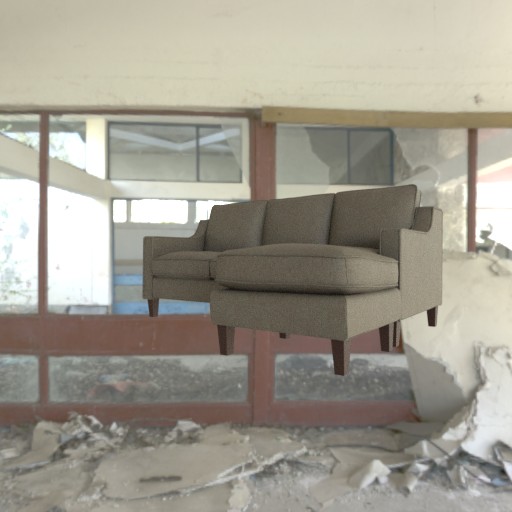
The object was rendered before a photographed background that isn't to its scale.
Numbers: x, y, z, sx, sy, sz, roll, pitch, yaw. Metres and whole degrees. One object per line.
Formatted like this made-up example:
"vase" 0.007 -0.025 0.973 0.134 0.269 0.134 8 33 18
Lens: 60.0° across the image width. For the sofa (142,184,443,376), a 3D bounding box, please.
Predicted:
"sofa" 0.000 0.000 3.342 2.317 1.081 1.858 0 0 36
